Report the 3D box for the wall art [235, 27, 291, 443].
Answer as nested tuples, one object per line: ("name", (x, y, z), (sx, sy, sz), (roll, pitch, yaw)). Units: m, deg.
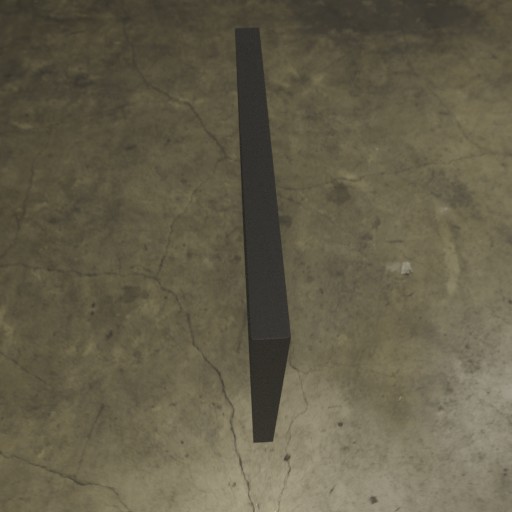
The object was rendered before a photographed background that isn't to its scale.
("wall art", (0.000, 0.000, 0.756), (0.037, 0.508, 0.508), (-3, 57, -2))
